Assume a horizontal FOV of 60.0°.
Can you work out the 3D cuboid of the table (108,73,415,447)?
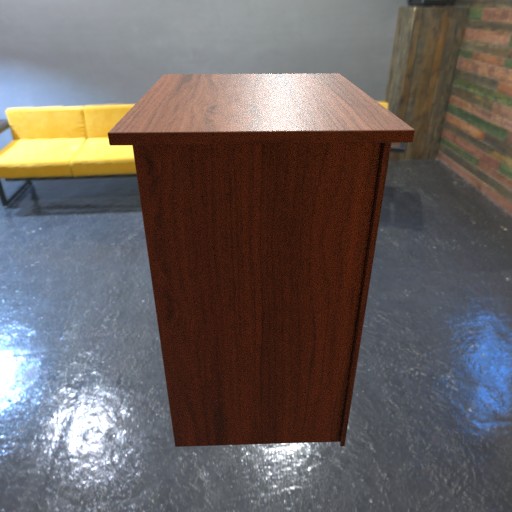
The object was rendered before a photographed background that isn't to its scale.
[{"bbox_3d":[0.000,0.000,0.915,0.381,0.636,0.480,-1,30,-2],"label":"table"}]
